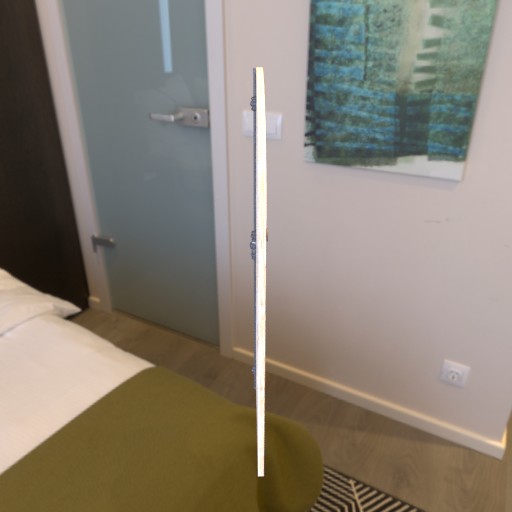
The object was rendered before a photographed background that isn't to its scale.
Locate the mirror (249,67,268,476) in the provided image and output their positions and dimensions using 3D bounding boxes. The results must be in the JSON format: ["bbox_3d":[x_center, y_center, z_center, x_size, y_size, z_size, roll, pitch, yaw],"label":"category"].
[{"bbox_3d":[0.000,0.000,1.170,0.032,0.915,0.609,0,26,-1],"label":"mirror"}]
